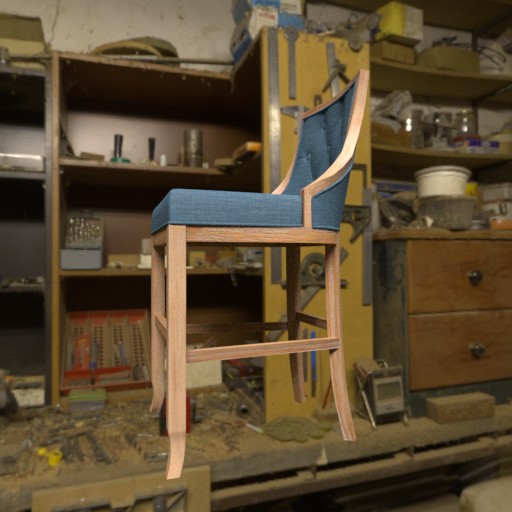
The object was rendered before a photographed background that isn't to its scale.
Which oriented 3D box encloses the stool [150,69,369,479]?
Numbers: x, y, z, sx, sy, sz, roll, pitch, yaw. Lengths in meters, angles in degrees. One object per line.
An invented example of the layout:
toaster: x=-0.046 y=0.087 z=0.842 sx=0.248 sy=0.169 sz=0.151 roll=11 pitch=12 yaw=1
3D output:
stool: x=0.000 y=0.000 z=1.429 sx=0.626 sy=1.101 sz=0.524 roll=0 pitch=0 yaw=-18
